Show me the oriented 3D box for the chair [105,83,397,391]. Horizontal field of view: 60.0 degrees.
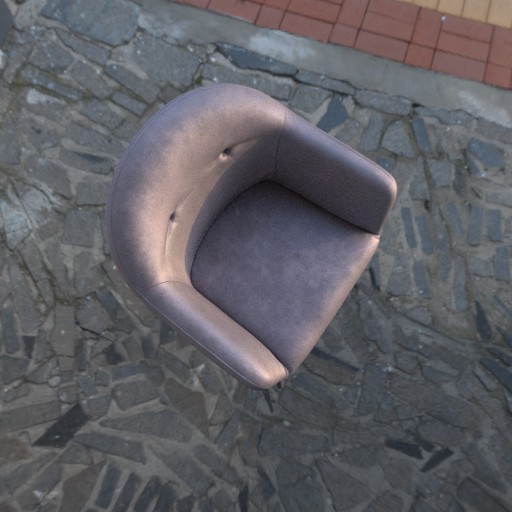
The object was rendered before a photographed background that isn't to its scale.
[{"bbox_3d":[0.000,0.000,1.188,0.544,0.781,0.567,34,77,9],"label":"chair"}]
